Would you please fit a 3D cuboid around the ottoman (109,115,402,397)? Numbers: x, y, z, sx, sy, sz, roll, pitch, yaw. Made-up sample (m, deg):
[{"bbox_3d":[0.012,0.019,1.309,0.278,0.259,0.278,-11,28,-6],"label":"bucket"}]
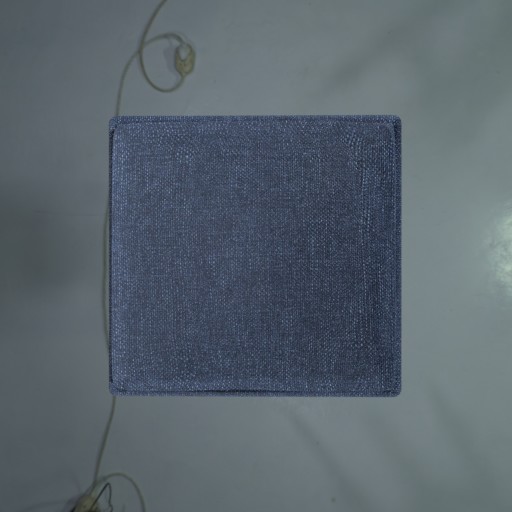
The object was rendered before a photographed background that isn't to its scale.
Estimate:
[{"bbox_3d":[0.000,0.000,0.849,0.454,0.493,0.436,0,90,1],"label":"ottoman"}]
